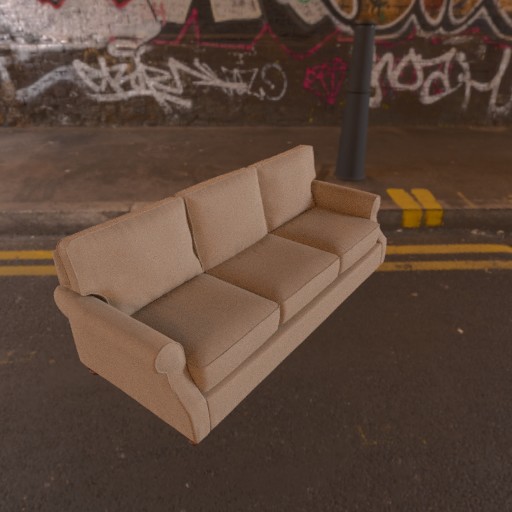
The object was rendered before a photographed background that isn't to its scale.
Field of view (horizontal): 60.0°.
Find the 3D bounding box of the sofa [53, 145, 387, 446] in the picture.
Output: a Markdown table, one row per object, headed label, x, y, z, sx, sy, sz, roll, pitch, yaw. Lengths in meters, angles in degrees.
| label | x | y | z | sx | sy | sz | roll | pitch | yaw |
| --- | --- | --- | --- | --- | --- | --- | --- | --- | --- |
| sofa | 0.000 | 0.000 | 2.882 | 0.966 | 0.948 | 2.354 | 20 | 34 | 32 |
